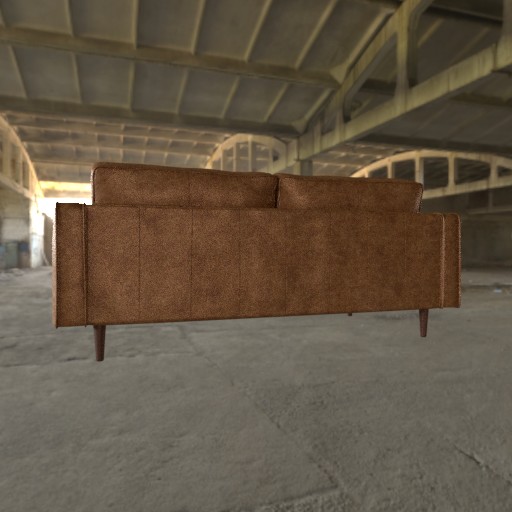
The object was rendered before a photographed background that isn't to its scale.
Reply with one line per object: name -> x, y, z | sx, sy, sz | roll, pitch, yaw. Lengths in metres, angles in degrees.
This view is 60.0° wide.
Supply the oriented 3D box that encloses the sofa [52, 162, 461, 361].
sofa -> 0.000, 0.000, 2.374 | 1.920, 0.825, 0.924 | 0, 1, -18
